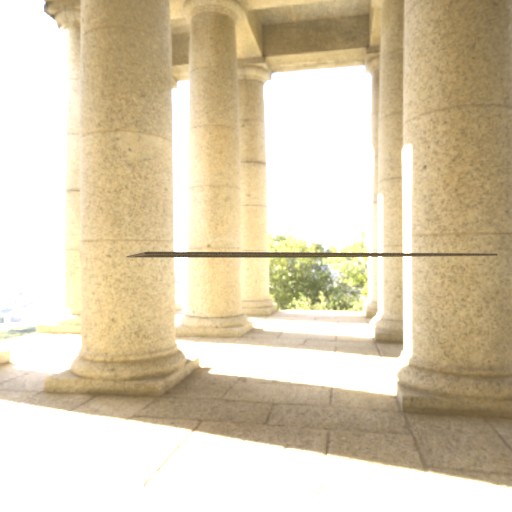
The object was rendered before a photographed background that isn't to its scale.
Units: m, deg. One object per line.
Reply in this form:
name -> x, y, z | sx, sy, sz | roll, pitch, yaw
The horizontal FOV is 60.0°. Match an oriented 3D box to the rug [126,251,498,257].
rug -> 0.000, 0.000, 2.813 | 1.524, 0.011, 2.286 | 0, 0, -18
